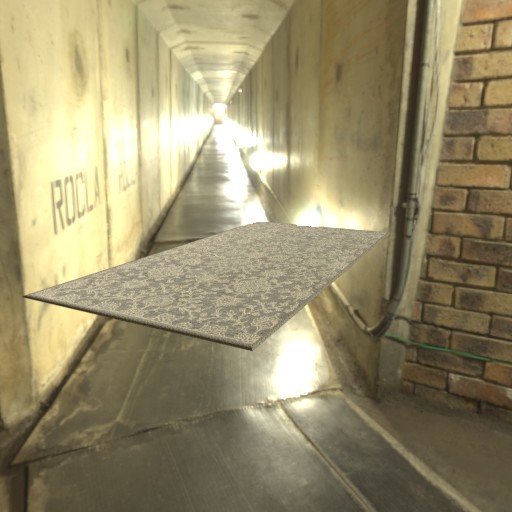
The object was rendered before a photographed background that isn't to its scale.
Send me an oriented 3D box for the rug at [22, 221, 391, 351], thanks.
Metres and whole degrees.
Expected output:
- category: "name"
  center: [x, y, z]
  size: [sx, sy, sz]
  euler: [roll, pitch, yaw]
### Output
- category: "rug"
  center: [0.000, 0.000, 3.597]
  size: [1.546, 0.011, 3.048]
  euler: [7, 16, 27]
